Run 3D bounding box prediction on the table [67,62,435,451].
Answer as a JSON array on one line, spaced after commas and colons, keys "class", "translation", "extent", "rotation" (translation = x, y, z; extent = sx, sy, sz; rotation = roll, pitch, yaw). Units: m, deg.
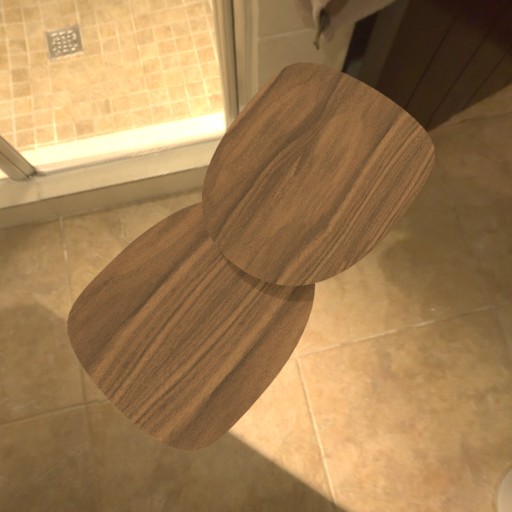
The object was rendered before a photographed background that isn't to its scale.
[{"class": "table", "translation": [0.000, 0.000, 1.337], "extent": [0.527, 0.429, 1.084], "rotation": [39, 78, 10]}]
